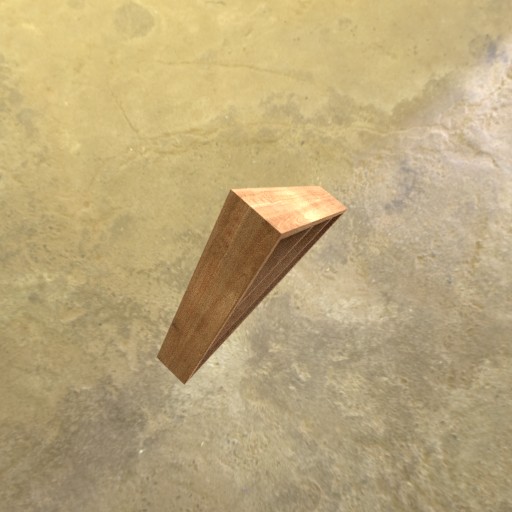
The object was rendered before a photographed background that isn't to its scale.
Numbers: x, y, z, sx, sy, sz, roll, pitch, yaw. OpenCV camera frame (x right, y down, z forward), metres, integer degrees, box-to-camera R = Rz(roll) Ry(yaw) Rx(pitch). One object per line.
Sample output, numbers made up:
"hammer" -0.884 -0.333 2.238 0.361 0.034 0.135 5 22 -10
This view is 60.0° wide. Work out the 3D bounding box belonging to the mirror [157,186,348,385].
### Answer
"mirror" 0.000 0.000 0.898 0.100 0.548 0.631 42 80 9
